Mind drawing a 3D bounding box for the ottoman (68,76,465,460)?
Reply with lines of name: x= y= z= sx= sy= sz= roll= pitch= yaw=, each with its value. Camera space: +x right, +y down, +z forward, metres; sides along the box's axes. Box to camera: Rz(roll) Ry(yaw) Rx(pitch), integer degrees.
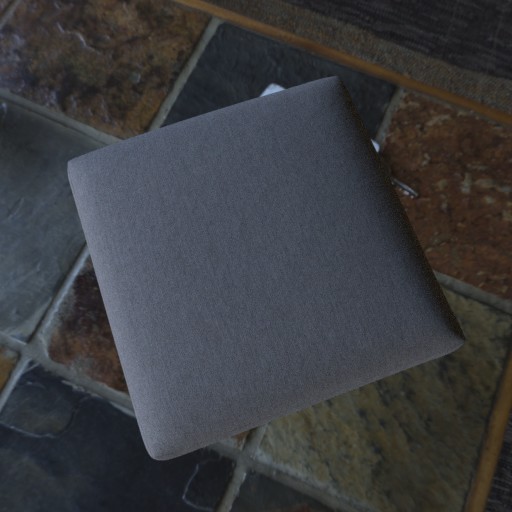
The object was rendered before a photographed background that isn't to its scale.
ottoman: x=0.000 y=0.000 z=1.543 sx=1.041 sy=0.470 sz=1.041 roll=-19 pitch=77 yaw=-5
